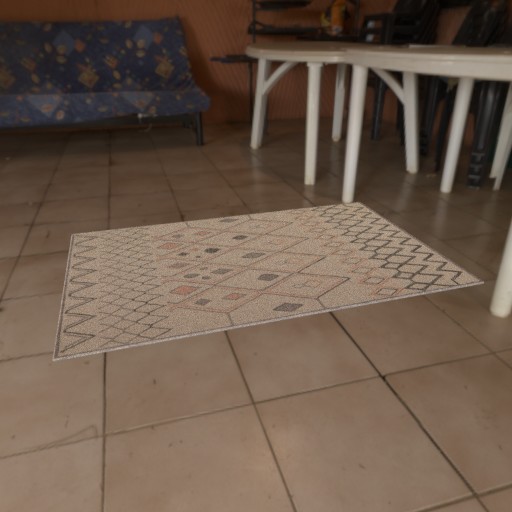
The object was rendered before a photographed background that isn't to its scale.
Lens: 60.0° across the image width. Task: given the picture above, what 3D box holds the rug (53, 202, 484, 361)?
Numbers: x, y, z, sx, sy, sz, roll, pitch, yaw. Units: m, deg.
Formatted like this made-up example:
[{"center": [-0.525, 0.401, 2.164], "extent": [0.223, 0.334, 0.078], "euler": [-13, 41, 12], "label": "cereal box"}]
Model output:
[{"center": [0.000, 0.000, 3.020], "extent": [2.438, 0.015, 1.524], "euler": [-8, 27, -15], "label": "rug"}]
